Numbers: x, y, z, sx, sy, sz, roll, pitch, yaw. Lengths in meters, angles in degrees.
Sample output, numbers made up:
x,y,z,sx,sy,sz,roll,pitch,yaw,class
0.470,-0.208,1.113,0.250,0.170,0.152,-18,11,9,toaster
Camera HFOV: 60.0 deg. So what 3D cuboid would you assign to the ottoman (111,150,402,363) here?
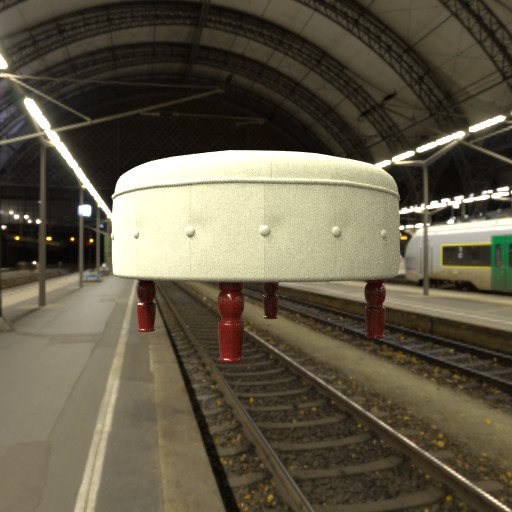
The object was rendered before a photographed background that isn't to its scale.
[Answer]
x,y,z,sx,sy,sz,roll,pitch,yaw,class
0.000,0.000,1.373,0.850,0.483,0.850,0,0,0,ottoman
